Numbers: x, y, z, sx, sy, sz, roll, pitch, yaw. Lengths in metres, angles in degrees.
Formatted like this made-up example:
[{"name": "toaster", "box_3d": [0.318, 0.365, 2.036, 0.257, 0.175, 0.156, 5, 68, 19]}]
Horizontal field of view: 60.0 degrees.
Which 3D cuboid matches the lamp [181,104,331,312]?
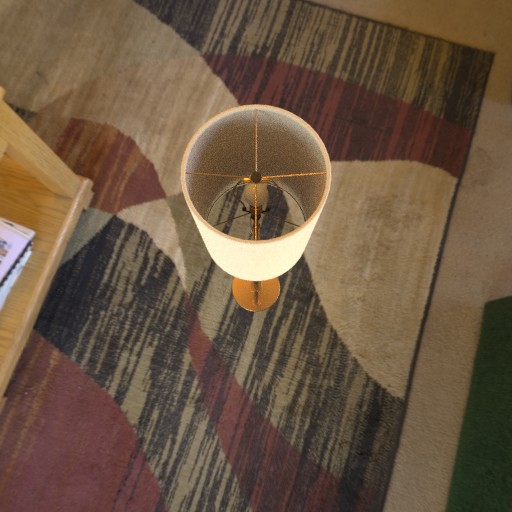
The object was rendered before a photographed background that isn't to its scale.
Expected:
[{"name": "lamp", "box_3d": [0.000, 0.000, 1.628, 0.305, 1.500, 0.306, 0, 77, 0]}]
